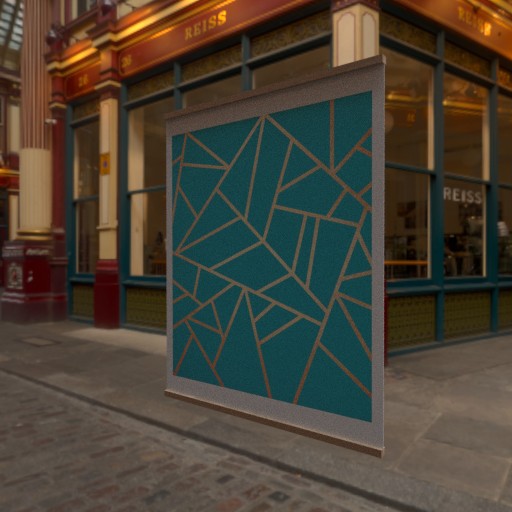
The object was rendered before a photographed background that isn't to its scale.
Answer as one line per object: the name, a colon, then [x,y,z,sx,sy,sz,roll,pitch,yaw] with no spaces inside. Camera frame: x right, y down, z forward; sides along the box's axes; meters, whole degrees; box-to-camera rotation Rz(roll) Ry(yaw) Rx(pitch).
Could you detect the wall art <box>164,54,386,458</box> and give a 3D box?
wall art: [0.000,0.000,0.683,0.405,0.508,0.012,0,1,37]
